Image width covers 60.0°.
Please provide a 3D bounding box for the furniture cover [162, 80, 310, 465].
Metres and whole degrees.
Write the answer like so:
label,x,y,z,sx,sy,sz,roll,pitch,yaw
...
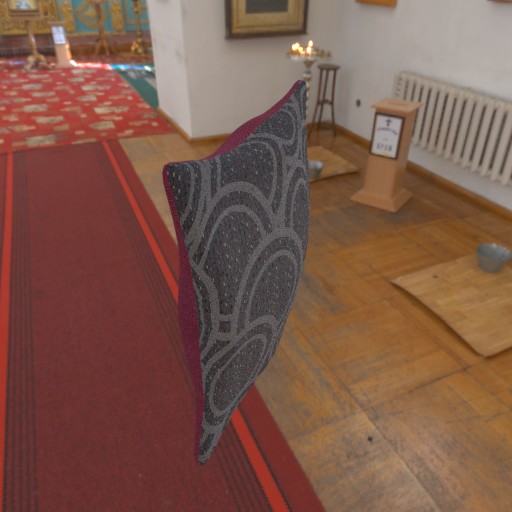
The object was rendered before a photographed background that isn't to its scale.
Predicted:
label,x,y,z,sx,sy,sz,roll,pitch,yaw
furniture cover,0.000,0.000,0.792,0.163,0.513,0.514,11,33,18
